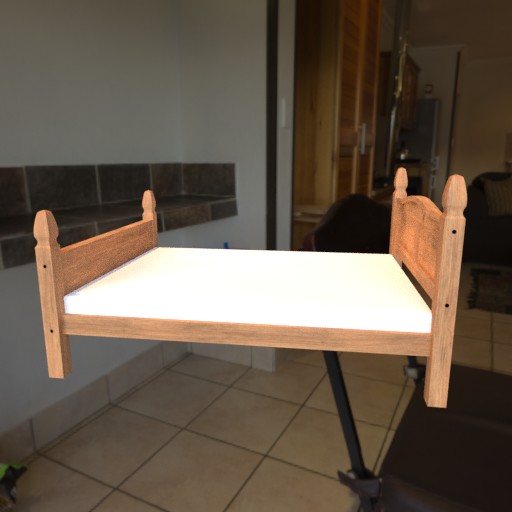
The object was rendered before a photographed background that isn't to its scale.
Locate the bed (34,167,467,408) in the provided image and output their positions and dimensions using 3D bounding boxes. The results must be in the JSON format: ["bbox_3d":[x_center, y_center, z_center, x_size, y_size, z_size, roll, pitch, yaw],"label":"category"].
[{"bbox_3d":[0.000,0.000,2.872,2.069,1.100,1.490,2,13,8],"label":"bed"}]
